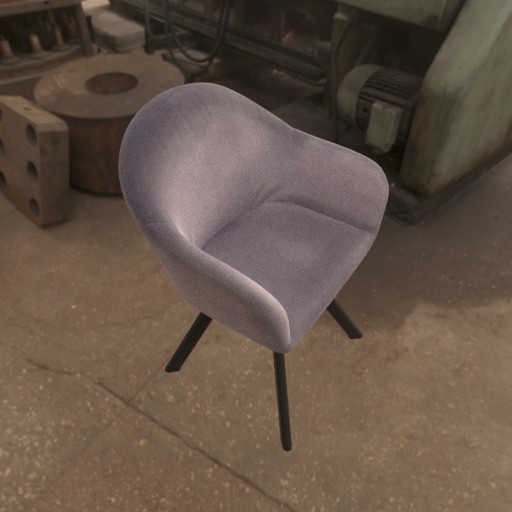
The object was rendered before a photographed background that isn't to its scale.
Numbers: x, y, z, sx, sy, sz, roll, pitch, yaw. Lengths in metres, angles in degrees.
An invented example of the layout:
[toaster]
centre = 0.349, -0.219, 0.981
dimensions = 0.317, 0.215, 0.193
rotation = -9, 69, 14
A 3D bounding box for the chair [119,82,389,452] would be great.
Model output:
[chair]
centre = 0.000, 0.000, 1.175
dimensions = 0.540, 0.780, 0.570
rotation = 25, 47, 25
